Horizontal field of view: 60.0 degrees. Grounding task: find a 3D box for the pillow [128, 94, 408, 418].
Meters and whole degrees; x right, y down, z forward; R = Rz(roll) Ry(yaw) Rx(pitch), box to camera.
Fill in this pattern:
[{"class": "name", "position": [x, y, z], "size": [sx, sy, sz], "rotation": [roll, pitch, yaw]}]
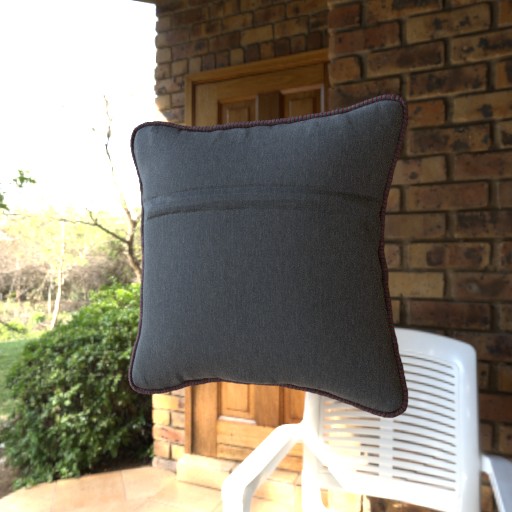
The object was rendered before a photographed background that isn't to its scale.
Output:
[{"class": "pillow", "position": [0.000, 0.000, 0.737], "size": [0.482, 0.491, 0.124], "rotation": [0, -1, 17]}]
